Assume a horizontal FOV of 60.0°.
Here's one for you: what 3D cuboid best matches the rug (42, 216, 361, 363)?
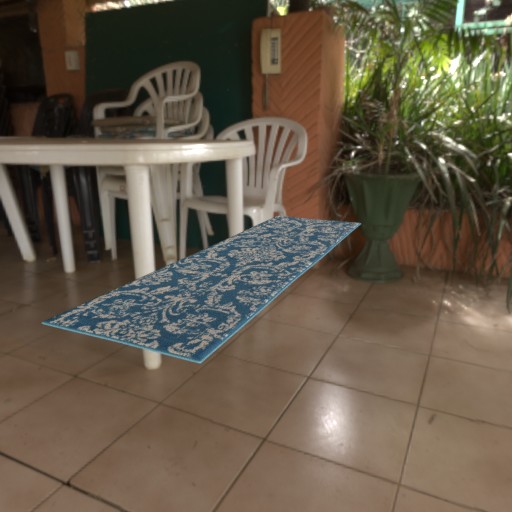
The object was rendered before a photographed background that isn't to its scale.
[{"bbox_3d":[0.000,0.000,2.395,0.662,0.011,2.196,7,18,24],"label":"rug"}]
